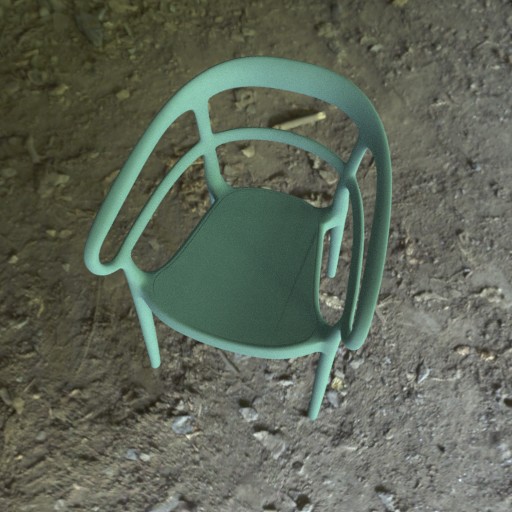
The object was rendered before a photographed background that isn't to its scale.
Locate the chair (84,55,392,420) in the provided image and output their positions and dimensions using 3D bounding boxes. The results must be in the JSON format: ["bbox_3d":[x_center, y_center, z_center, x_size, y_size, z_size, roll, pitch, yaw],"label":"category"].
[{"bbox_3d":[0.000,0.000,1.122,0.559,0.761,0.527,15,58,10],"label":"chair"}]
